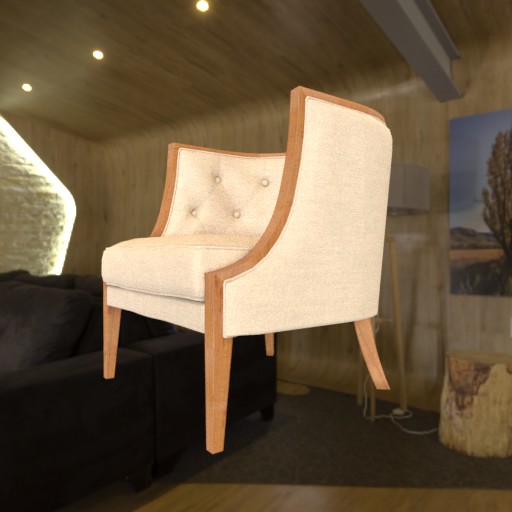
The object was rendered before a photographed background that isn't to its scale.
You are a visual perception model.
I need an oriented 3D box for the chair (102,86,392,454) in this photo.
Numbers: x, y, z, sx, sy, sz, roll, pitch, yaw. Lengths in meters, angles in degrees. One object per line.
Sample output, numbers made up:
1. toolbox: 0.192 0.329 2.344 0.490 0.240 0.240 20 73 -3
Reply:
1. chair: 0.000 0.000 1.354 0.757 0.775 0.711 0 1 -37
